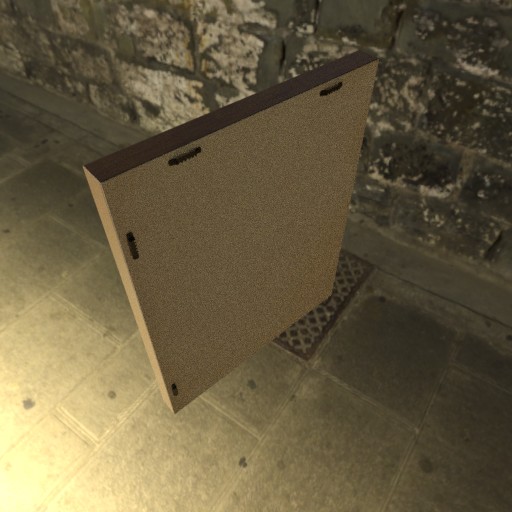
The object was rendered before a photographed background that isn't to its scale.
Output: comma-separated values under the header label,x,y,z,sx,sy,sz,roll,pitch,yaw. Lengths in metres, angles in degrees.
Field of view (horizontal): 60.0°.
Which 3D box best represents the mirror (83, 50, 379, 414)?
label,x,y,z,sx,sy,sz,roll,pitch,yaw
mirror,0.000,0.000,0.690,0.405,0.508,0.041,-32,55,-26
